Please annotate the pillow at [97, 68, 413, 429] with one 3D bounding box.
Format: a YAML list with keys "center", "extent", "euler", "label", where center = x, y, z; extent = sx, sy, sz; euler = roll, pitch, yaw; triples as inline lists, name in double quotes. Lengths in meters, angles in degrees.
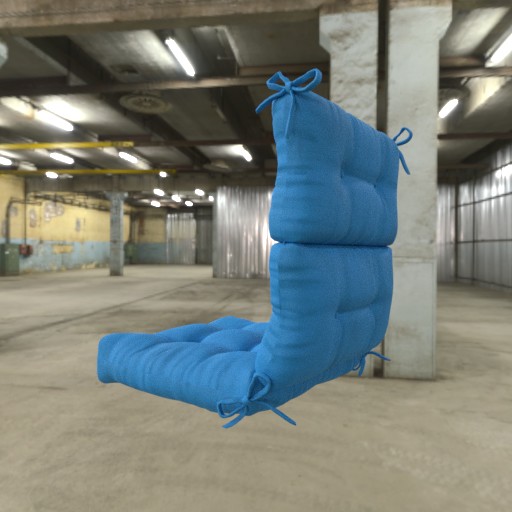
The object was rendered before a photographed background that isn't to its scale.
- center: [0.000, 0.000, 1.010]
  extent: [0.571, 0.605, 0.519]
  euler: [0, 0, 36]
  label: "pillow"
